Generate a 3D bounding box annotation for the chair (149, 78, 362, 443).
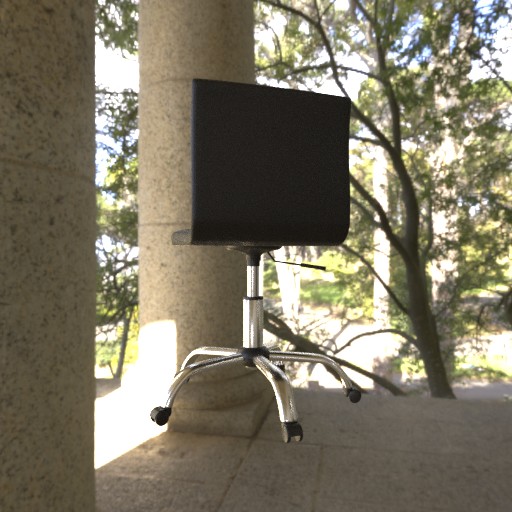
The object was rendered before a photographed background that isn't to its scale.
[{"bbox_3d":[0.000,0.000,1.166,0.556,0.780,0.530,0,0,-18],"label":"chair"}]
